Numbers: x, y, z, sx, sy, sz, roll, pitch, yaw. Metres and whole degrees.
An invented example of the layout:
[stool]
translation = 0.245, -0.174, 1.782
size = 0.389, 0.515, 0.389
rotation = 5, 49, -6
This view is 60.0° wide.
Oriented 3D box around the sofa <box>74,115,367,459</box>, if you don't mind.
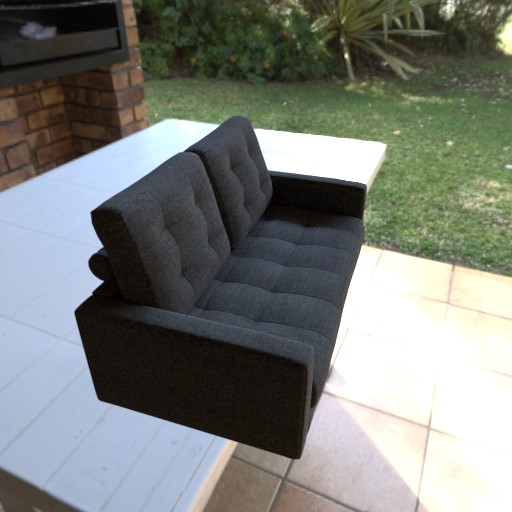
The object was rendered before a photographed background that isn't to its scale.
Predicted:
[sofa]
translation = 0.000, 0.000, 1.947
size = 0.842, 0.907, 1.407
rotation = 10, 33, 16
